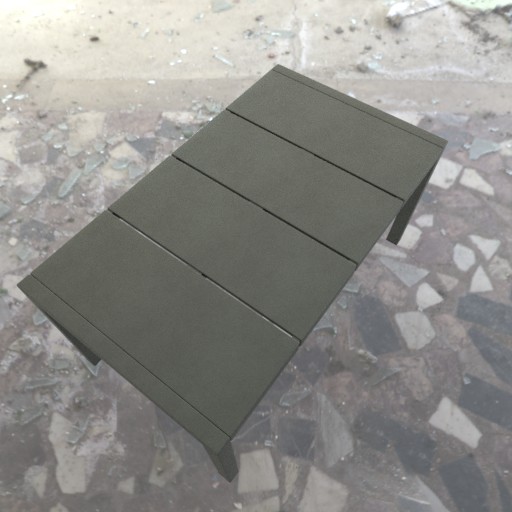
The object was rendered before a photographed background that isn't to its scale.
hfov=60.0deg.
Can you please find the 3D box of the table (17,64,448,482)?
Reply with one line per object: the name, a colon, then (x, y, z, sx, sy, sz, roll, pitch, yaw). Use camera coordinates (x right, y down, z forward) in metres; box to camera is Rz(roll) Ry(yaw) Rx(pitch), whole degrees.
table: (0.000, 0.000, 1.255, 0.559, 0.460, 0.965, 32, 63, 19)
